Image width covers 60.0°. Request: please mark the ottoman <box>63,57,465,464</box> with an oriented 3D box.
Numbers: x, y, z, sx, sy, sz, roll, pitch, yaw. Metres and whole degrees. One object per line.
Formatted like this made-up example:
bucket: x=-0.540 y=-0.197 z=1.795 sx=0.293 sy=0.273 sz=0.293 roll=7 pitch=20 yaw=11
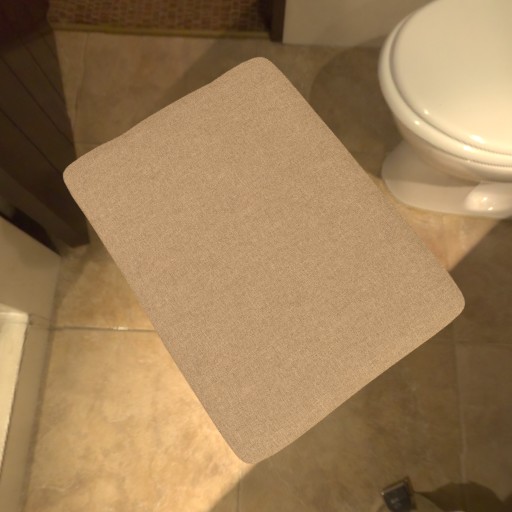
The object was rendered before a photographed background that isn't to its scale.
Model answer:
ottoman: x=0.000 y=0.000 z=1.310 sx=0.677 sy=0.519 sz=0.898 roll=-34 pitch=77 yaw=-9
